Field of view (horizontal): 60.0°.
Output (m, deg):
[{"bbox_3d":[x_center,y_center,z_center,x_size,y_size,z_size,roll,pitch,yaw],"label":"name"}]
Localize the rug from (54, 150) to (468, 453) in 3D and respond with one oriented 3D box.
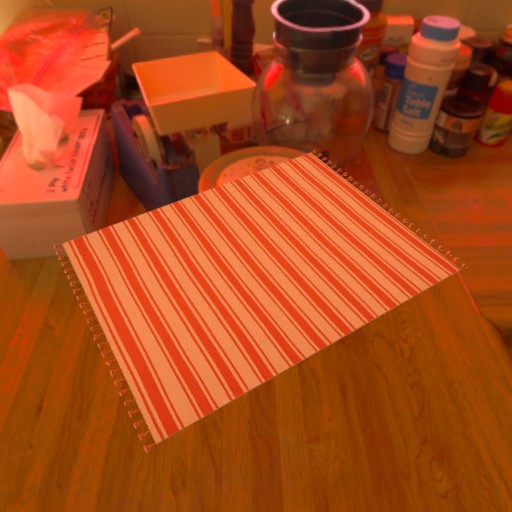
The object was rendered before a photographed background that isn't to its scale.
[{"bbox_3d":[0.000,0.000,4.436,3.369,0.035,2.451,-24,51,-22],"label":"rug"}]
